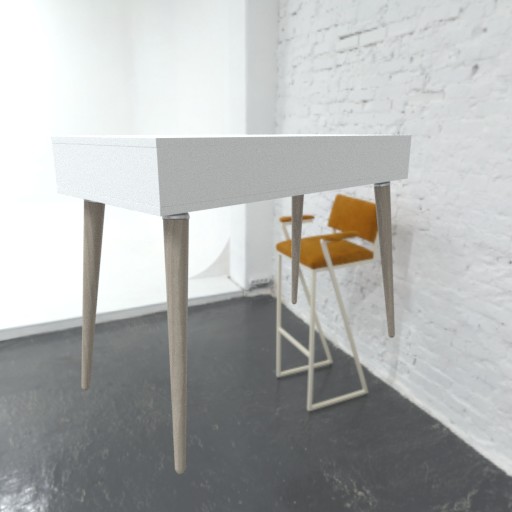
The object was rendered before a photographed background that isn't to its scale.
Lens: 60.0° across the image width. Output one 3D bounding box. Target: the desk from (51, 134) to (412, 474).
[{"bbox_3d":[0.000,0.000,1.378,0.491,0.723,0.979,15,22,43],"label":"desk"}]
